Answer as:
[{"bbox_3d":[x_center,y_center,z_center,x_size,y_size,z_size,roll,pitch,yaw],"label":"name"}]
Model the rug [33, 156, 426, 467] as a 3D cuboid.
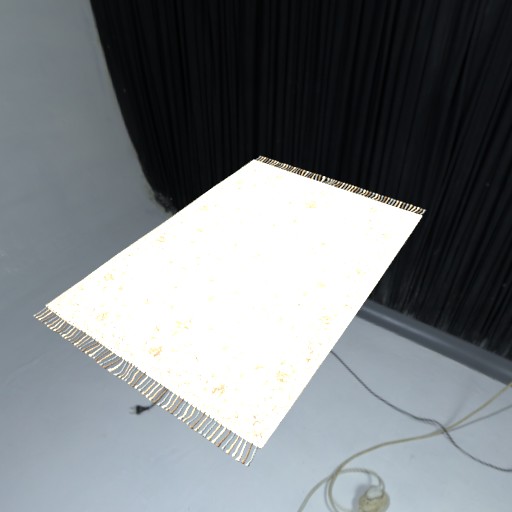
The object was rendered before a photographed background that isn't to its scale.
[{"bbox_3d":[0.000,0.000,2.340,1.218,0.017,1.861,24,46,26],"label":"rug"}]
